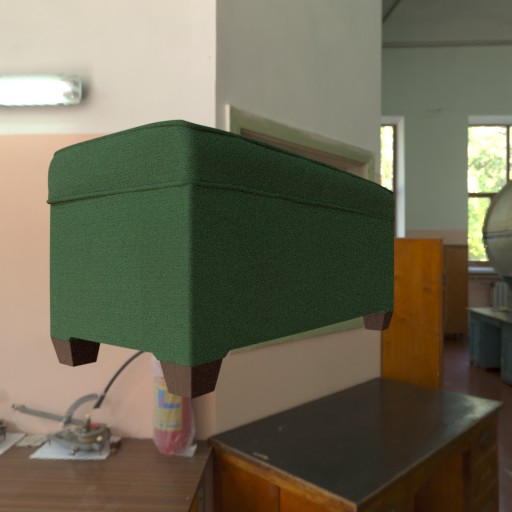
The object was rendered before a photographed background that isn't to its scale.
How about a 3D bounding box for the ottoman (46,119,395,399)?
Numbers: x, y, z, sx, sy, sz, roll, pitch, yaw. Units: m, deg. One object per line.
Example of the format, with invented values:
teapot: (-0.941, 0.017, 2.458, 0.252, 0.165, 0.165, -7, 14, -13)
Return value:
ottoman: (0.000, 0.000, 1.201, 0.483, 0.471, 0.957, 0, 0, 37)
